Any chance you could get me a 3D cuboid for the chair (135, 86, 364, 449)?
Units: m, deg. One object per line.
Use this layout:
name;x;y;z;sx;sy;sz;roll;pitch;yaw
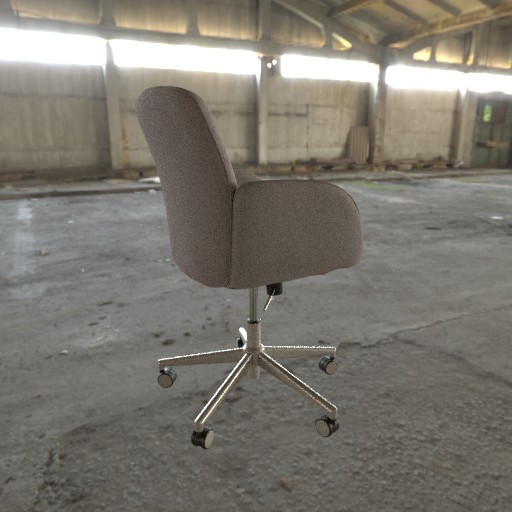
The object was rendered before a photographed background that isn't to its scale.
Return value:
chair;0.000;0.000;1.395;0.654;0.959;0.648;-7;16;-26
